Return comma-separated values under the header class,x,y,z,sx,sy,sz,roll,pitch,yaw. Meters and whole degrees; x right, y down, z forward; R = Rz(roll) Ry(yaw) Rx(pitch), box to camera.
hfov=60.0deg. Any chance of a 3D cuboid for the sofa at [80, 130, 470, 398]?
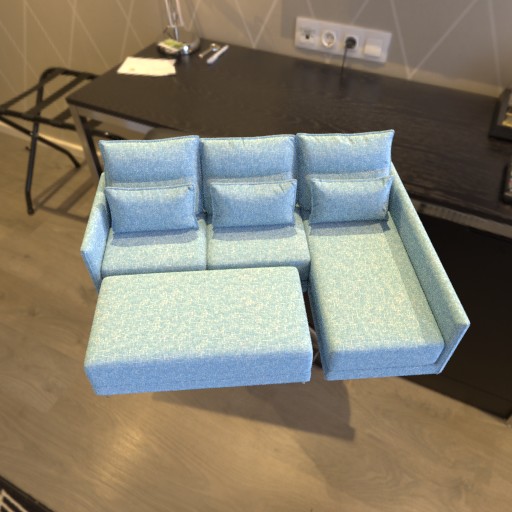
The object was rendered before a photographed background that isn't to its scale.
class,x,y,z,sx,sy,sz,roll,pitch,yaw
sofa,0.000,0.000,2.734,2.034,0.899,1.420,-3,47,-3
